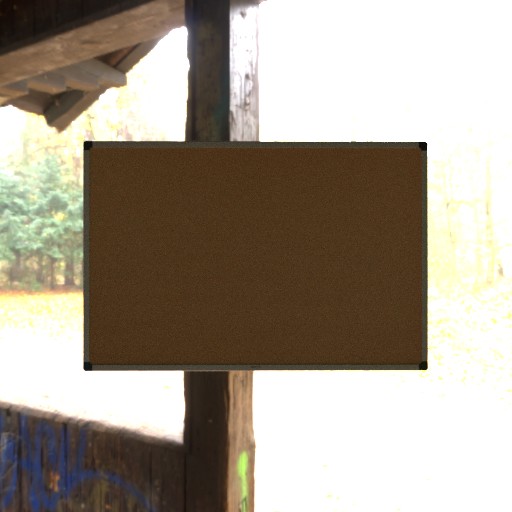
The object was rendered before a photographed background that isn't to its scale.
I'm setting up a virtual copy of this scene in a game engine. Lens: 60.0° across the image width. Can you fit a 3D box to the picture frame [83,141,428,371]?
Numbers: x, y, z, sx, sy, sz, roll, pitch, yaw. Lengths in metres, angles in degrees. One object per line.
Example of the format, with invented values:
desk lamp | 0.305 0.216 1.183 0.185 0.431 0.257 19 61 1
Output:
picture frame | 0.000 0.000 1.157 0.900 0.600 0.010 0 0 0
